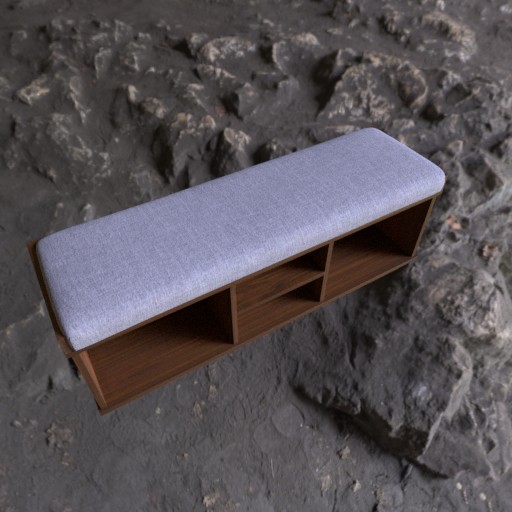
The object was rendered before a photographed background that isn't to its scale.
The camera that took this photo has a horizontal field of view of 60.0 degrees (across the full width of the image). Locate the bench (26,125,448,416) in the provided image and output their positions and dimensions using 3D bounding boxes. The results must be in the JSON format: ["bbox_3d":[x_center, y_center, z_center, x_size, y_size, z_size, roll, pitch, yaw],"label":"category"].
[{"bbox_3d":[0.000,0.000,1.416,1.196,0.468,0.367,-23,50,-21],"label":"bench"}]
